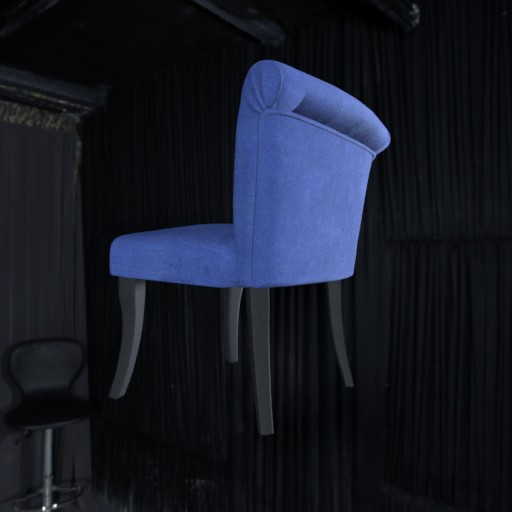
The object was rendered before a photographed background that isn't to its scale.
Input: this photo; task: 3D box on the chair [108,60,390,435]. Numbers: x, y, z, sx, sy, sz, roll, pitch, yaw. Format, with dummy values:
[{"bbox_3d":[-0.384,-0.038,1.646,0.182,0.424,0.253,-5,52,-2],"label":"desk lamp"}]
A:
[{"bbox_3d":[0.000,0.000,1.195,0.606,0.753,0.585,0,0,37],"label":"chair"}]
